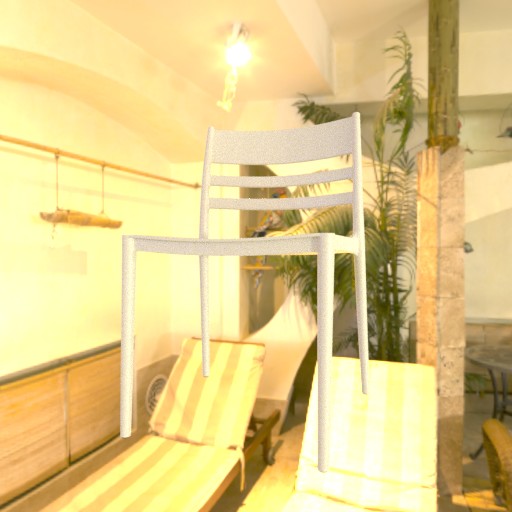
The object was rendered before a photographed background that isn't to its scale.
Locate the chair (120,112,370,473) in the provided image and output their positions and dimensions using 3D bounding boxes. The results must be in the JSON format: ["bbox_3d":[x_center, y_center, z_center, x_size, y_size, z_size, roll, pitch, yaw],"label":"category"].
[{"bbox_3d":[0.000,0.000,1.136,0.531,0.800,0.511,0,1,20],"label":"chair"}]
